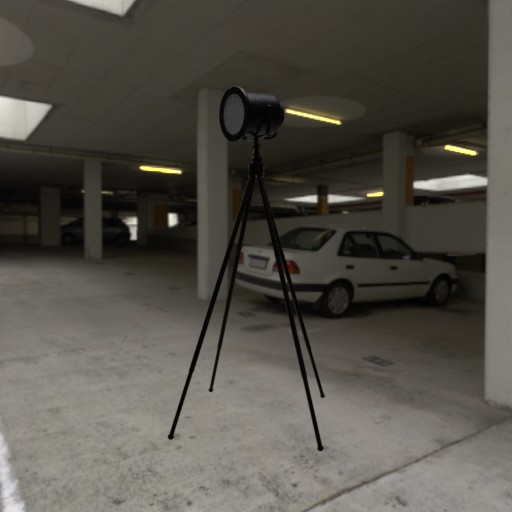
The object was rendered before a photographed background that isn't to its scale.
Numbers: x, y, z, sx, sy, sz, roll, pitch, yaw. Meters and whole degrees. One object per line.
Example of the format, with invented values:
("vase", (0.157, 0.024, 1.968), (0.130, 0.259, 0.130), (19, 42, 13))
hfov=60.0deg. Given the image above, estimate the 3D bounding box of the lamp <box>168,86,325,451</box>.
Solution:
("lamp", (0.000, 0.000, 2.054), (0.884, 1.504, 0.879), (-1, 2, -35))
